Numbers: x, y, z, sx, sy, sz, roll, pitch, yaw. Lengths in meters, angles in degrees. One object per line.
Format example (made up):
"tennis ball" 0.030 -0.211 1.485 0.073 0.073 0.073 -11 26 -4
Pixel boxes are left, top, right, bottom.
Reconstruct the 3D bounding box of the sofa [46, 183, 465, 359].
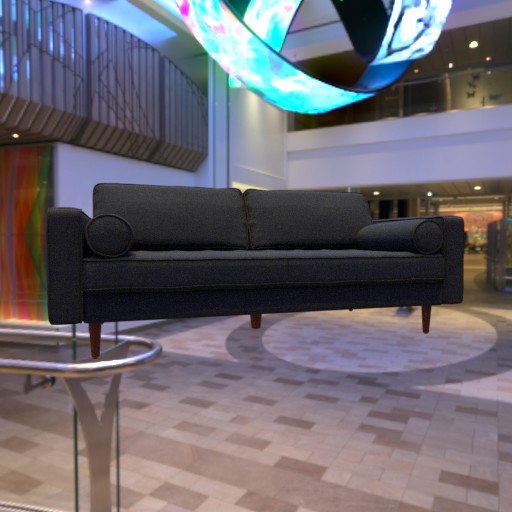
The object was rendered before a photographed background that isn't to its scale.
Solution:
"sofa" 0.000 0.000 2.298 1.880 0.762 0.914 -1 2 -18
